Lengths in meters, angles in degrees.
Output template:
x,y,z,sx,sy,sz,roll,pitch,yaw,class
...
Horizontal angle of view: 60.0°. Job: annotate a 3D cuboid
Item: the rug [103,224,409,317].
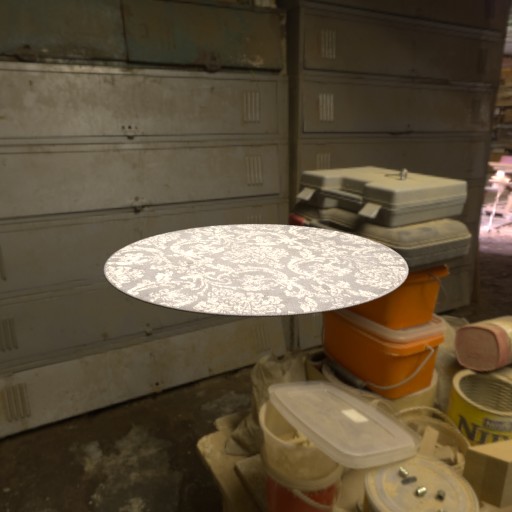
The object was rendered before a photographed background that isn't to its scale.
x,y,z,sx,sy,sz,roll,pitch,yaw,class
0.000,0.000,2.437,1.593,0.012,1.593,0,17,0,rug
